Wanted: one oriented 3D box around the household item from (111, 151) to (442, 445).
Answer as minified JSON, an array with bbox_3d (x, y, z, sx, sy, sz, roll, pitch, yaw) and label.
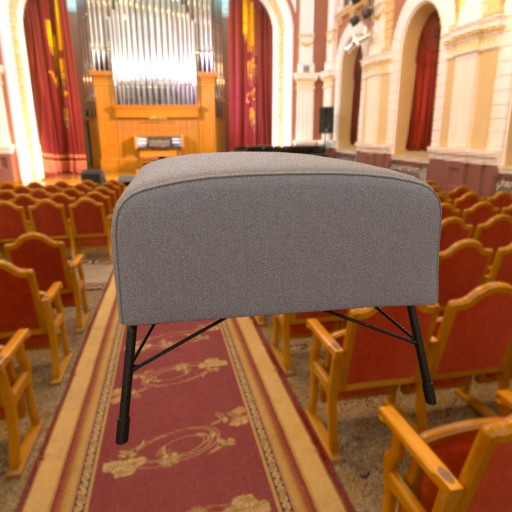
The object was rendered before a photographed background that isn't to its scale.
[{"bbox_3d":[0.000,0.000,0.901,0.530,0.410,0.530,-3,16,-11],"label":"household item"}]
